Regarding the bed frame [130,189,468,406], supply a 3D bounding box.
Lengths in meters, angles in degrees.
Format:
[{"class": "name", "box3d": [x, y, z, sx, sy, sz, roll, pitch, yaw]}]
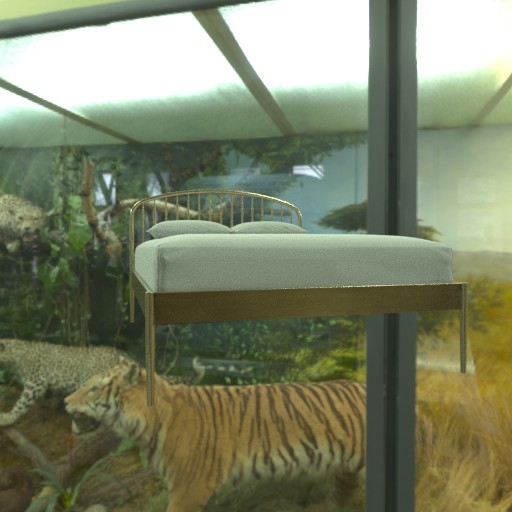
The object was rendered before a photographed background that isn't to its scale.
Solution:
[{"class": "bed frame", "box3d": [0.000, 0.000, 3.048, 1.612, 1.175, 2.152, 0, 1, -18]}]
